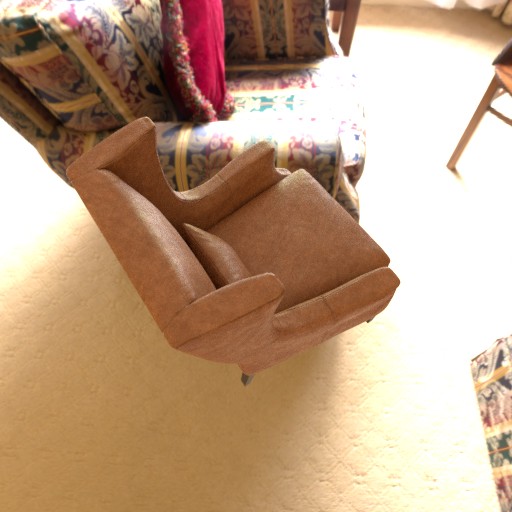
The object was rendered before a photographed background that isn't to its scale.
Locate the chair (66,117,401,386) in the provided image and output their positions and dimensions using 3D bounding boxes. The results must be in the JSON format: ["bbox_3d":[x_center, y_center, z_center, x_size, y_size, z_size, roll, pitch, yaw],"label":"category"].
[{"bbox_3d":[0.000,0.000,1.710,0.926,1.016,0.853,-30,64,-17],"label":"chair"}]
